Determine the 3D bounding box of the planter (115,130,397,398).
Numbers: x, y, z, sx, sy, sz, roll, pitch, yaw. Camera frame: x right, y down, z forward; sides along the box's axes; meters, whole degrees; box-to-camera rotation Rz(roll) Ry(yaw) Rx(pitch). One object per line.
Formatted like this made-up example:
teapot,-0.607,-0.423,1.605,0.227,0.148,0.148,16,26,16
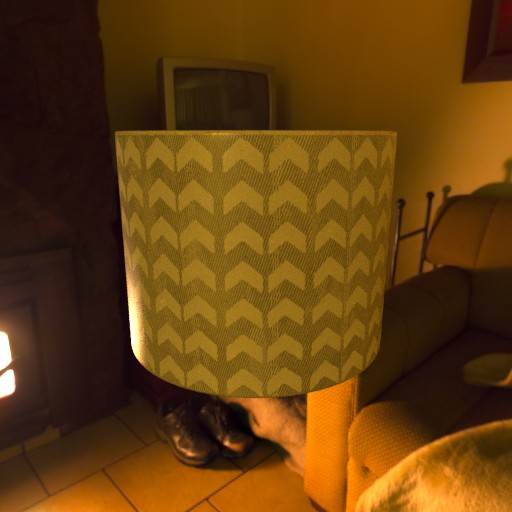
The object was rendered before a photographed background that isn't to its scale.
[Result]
planter,0.000,0.000,0.442,0.250,0.239,0.250,0,15,0
